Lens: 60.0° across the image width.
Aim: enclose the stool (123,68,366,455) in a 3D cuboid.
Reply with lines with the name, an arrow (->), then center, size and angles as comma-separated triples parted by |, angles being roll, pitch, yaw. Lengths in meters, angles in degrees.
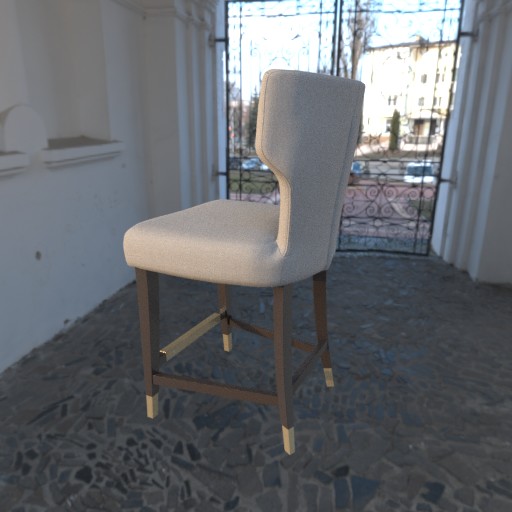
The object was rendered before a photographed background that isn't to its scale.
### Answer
stool -> 0.000, 0.000, 1.322 | 0.563, 0.982, 0.527 | 9, 19, 26
